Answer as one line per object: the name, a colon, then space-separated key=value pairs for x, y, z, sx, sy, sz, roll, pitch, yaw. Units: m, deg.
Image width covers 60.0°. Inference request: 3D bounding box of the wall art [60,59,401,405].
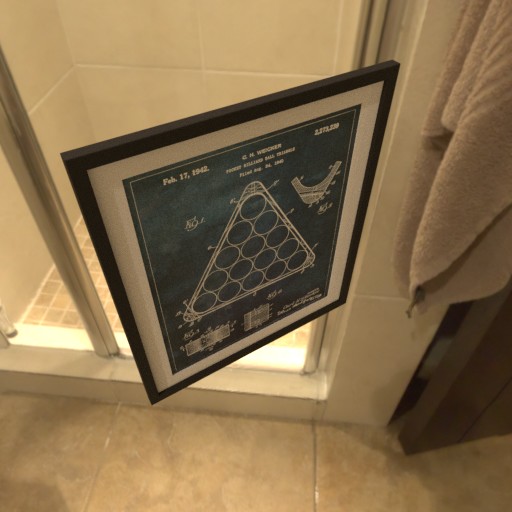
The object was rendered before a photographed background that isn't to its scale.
wall art: x=0.000 y=0.000 z=1.180 sx=0.755 sy=0.863 sz=0.028 roll=-24 pitch=50 yaw=-22
